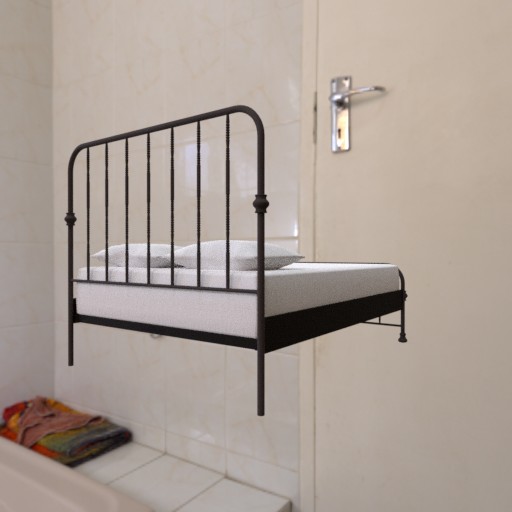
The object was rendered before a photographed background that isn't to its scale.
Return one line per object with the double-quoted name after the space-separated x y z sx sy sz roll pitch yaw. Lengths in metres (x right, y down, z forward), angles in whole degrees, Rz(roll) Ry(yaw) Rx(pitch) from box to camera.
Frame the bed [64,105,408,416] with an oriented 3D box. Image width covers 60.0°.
0.000 0.000 3.315 1.616 1.446 2.134 0 0 36 "bed"
